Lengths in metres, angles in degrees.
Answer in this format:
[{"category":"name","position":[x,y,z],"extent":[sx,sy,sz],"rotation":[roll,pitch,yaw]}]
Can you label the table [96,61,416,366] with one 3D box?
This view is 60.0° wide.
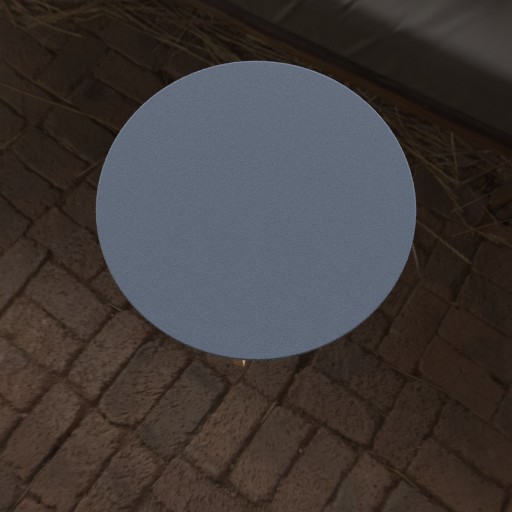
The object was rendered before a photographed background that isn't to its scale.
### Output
[{"category":"table","position":[0.000,0.000,0.728],"extent":[0.350,0.500,0.350],"rotation":[0,75,0]}]
